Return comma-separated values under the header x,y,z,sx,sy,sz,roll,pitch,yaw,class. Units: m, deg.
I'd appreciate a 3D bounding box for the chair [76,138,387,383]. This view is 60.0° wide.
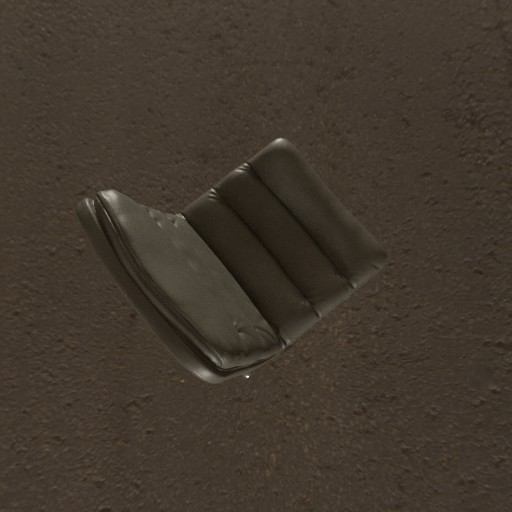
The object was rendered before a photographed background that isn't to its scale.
x,y,z,sx,sy,sz,roll,pitch,yaw,class
0.000,0.000,1.021,0.485,0.738,0.422,-37,79,-9,chair
